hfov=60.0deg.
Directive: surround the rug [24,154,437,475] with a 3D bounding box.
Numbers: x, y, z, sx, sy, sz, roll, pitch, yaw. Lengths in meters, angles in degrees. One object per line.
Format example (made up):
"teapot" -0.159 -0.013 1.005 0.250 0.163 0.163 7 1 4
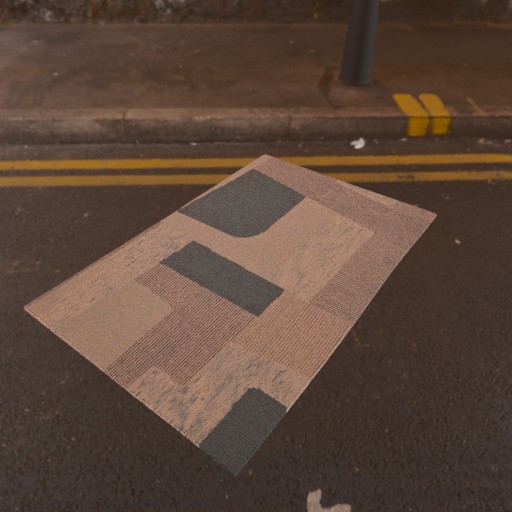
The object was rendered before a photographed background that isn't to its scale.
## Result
"rug" 0.000 0.000 2.276 1.238 0.020 1.847 26 46 27
